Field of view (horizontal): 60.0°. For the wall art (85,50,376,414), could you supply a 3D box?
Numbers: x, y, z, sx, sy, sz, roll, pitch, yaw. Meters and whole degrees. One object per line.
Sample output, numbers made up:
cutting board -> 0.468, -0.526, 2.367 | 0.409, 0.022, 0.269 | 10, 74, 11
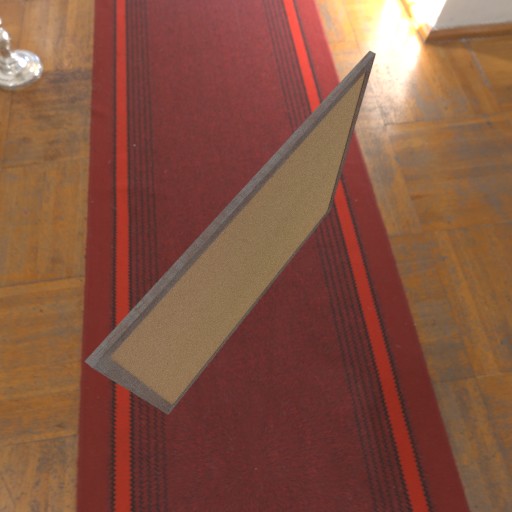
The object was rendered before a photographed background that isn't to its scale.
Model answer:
wall art -> 0.000, 0.000, 1.329 | 0.019, 0.774, 1.012 | 34, 69, 15
